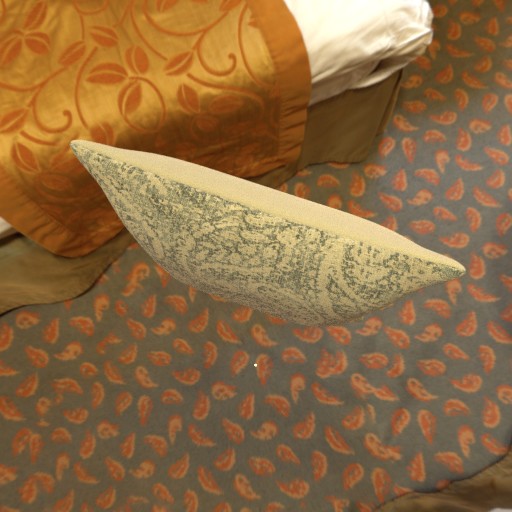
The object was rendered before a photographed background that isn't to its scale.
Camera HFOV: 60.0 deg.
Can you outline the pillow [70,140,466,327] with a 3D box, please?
[{"bbox_3d":[0.000,0.000,0.789,0.523,0.510,0.166,19,77,4],"label":"pillow"}]
